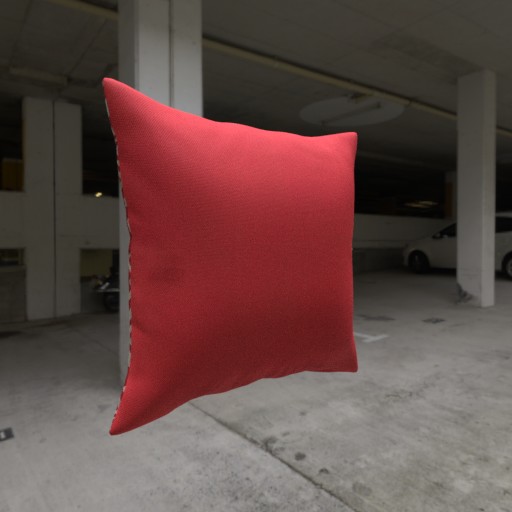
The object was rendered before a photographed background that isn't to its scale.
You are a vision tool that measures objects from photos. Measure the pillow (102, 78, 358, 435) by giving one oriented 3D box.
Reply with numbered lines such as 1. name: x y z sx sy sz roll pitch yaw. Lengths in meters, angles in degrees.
1. pillow: 0.000 0.000 0.775 0.522 0.507 0.192 -1 2 -35
